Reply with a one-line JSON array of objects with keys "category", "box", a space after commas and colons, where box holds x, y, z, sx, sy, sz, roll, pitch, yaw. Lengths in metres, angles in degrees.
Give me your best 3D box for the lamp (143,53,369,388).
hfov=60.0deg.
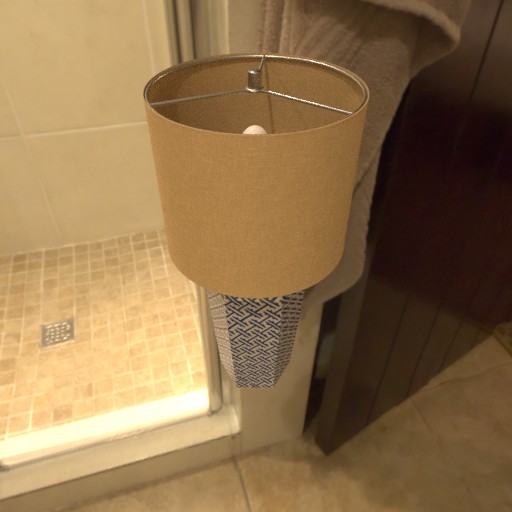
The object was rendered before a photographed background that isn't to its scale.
[{"category": "lamp", "box": [0.000, 0.000, 0.844, 0.320, 0.682, 0.320, 25, 46, 27]}]
